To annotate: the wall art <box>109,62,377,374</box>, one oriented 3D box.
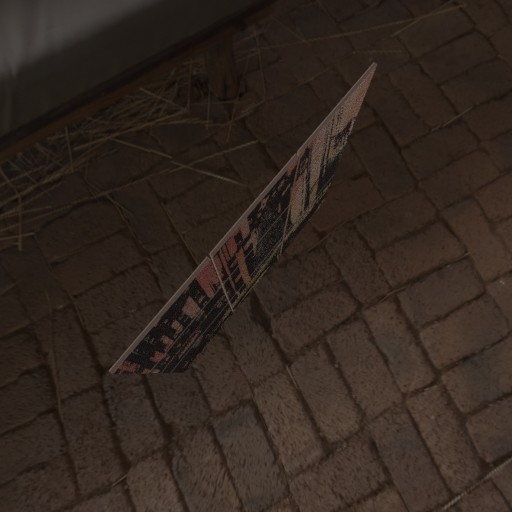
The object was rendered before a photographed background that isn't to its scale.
[{"bbox_3d":[0.000,0.000,2.346,0.017,1.521,1.527,38,78,9],"label":"wall art"}]
